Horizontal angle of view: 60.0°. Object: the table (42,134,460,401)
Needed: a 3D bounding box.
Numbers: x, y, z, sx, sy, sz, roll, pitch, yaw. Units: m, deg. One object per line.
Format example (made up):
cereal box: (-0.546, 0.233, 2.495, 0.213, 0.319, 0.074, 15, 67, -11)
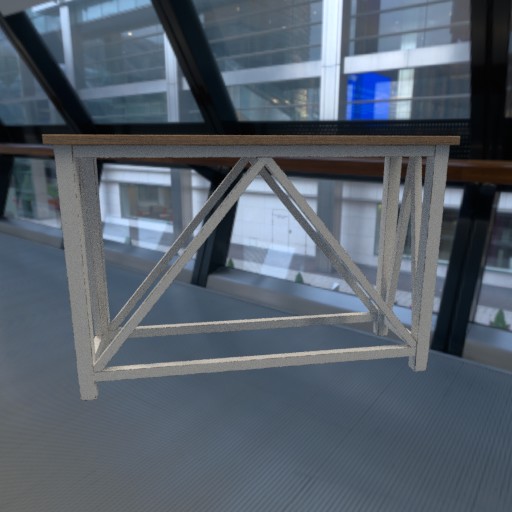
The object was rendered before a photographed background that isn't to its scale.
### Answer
table: (0.000, 0.000, 1.791, 1.400, 0.930, 0.450, -2, 14, -9)
